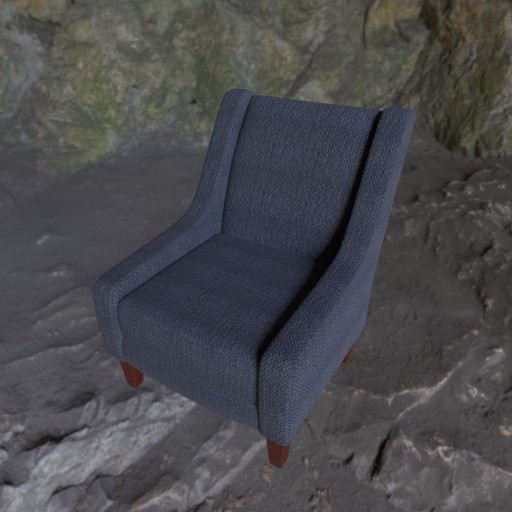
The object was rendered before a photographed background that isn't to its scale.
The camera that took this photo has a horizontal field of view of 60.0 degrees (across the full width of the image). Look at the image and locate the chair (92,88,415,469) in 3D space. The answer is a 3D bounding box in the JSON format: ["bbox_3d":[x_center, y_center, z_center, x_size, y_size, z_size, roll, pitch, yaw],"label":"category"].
[{"bbox_3d":[0.000,0.000,1.676,0.793,1.012,0.944,18,35,27],"label":"chair"}]
